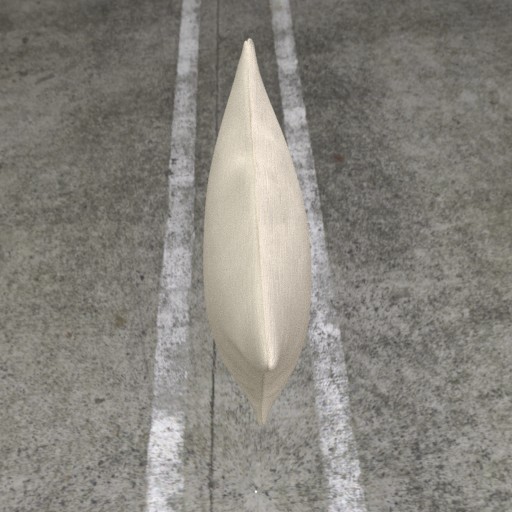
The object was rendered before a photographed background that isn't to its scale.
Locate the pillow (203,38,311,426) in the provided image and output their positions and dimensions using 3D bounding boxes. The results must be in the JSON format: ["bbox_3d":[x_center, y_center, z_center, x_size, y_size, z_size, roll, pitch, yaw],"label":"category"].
[{"bbox_3d":[0.000,0.000,0.668,0.162,0.420,0.437,-3,62,-1],"label":"pillow"}]
